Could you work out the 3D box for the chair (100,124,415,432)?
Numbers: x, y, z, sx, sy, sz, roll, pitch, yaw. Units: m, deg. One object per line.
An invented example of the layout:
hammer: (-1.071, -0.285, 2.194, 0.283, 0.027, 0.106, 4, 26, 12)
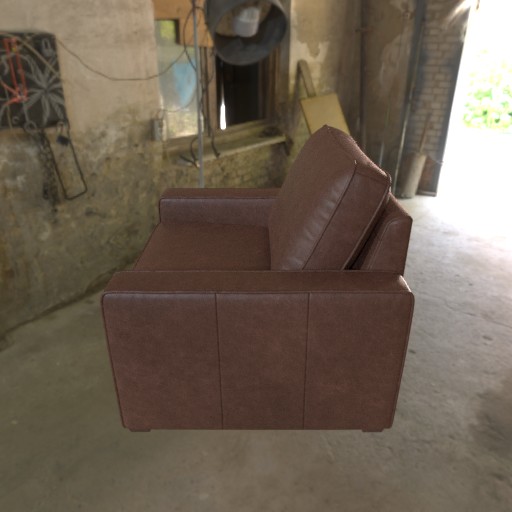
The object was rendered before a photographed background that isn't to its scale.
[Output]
chair: (0.000, 0.000, 1.765, 0.940, 0.919, 1.017, 0, 26, 0)
